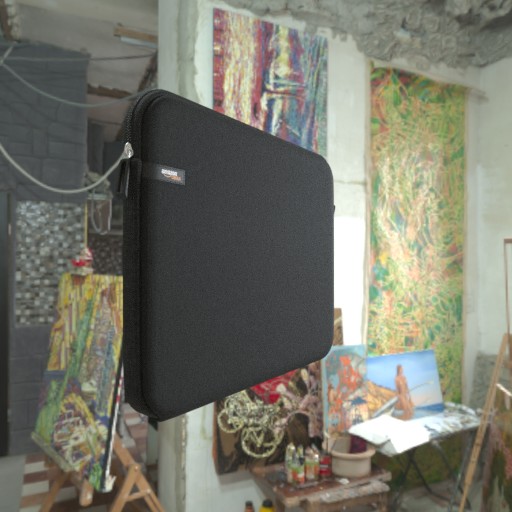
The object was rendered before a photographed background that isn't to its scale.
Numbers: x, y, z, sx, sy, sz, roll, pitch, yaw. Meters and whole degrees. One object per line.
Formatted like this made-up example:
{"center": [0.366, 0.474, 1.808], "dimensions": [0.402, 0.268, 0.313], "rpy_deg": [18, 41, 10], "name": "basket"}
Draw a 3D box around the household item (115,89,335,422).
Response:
{"center": [0.000, 0.000, 0.531], "dimensions": [0.030, 0.305, 0.396], "rpy_deg": [0, -1, 35], "name": "household item"}
